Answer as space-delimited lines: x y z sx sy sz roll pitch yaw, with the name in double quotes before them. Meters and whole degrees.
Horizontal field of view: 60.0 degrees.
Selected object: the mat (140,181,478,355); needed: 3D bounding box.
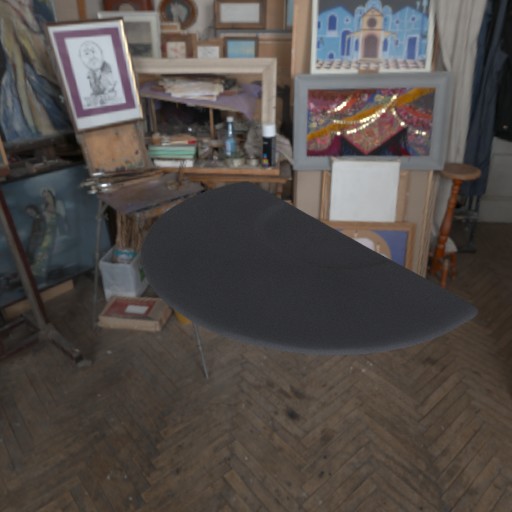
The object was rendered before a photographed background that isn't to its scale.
"mat" 0.000 0.000 1.889 0.917 0.022 1.525 -19 36 -29
